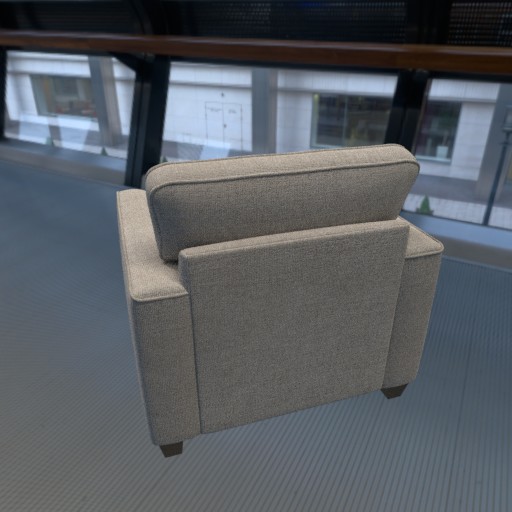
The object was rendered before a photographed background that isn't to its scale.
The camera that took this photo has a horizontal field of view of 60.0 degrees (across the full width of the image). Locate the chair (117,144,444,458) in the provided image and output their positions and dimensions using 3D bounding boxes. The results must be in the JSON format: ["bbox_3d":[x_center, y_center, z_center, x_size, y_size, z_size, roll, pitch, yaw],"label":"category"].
[{"bbox_3d":[0.000,0.000,1.752,1.015,0.965,0.939,-8,28,-16],"label":"chair"}]
